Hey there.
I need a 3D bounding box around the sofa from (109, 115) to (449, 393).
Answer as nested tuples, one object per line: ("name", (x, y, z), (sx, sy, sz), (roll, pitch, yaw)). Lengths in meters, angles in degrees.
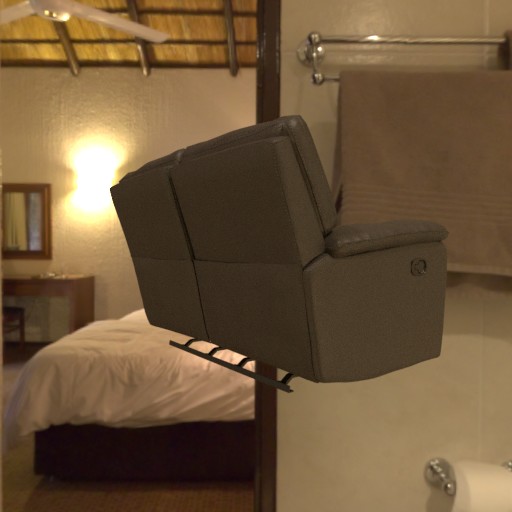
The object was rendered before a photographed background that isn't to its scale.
("sofa", (0.000, 0.000, 2.458), (1.104, 1.111, 1.765), (-1, 2, -37))
